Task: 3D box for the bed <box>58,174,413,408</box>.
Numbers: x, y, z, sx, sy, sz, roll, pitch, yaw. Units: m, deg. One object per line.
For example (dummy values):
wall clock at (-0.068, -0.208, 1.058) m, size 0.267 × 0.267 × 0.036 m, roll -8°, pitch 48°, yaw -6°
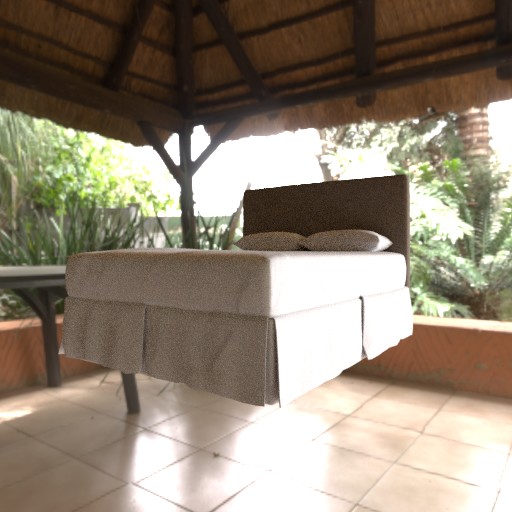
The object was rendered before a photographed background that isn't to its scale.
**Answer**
bed at (0.000, 0.000, 3.215) m, size 1.723 × 1.330 × 2.142 m, roll 0°, pitch 1°, yaw 35°
